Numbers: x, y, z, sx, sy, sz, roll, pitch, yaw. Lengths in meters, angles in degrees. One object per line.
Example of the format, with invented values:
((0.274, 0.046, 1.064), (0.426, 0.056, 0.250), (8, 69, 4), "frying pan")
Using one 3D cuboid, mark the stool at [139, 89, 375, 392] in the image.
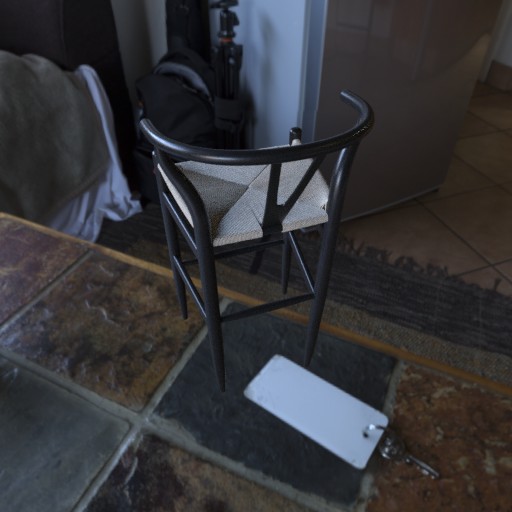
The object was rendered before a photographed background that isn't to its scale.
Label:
((0.000, 0.000, 1.435), (0.569, 1.072, 0.579), (-13, 44, -14), "stool")
